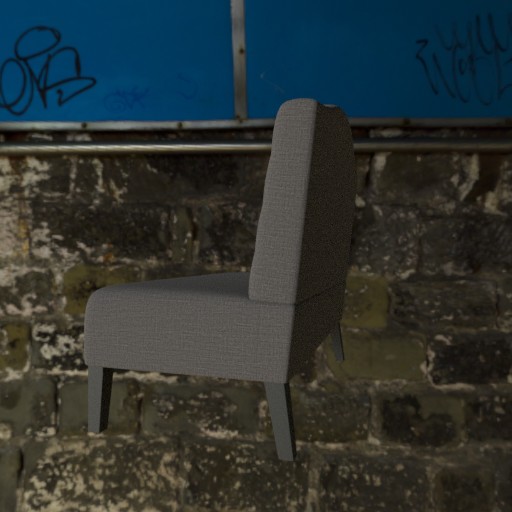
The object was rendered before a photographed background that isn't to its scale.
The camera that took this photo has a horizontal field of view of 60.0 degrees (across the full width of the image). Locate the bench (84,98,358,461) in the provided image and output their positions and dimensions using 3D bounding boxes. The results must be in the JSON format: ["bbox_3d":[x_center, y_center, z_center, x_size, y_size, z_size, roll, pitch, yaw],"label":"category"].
[{"bbox_3d":[0.000,0.000,1.988,0.815,1.180,1.335,0,0,18],"label":"bench"}]
